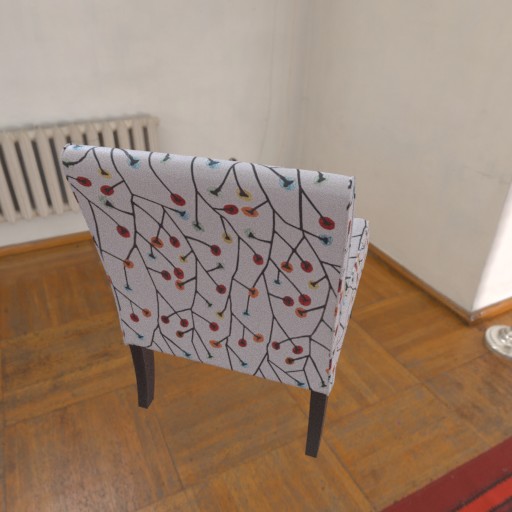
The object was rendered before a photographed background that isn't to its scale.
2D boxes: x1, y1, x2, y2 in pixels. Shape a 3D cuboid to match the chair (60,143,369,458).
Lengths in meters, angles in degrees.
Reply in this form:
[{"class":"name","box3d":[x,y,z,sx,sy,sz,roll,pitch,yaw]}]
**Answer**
[{"class":"chair","box3d":[0.000,0.000,1.287,0.597,0.813,0.732,10,33,15]}]
